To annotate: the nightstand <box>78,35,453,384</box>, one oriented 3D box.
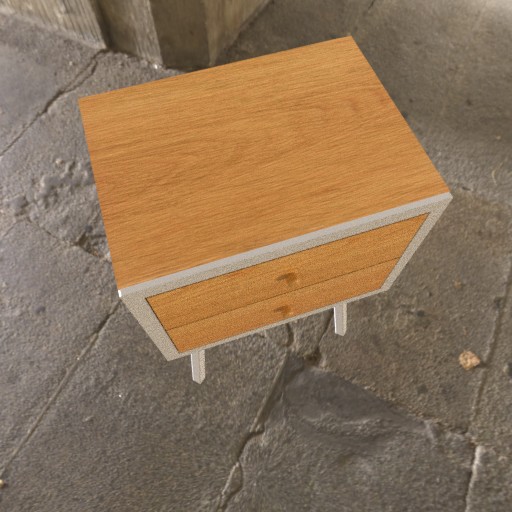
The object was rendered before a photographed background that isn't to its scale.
[{"bbox_3d":[0.000,0.000,0.826,0.400,0.601,0.316,-17,65,-8],"label":"nightstand"}]
